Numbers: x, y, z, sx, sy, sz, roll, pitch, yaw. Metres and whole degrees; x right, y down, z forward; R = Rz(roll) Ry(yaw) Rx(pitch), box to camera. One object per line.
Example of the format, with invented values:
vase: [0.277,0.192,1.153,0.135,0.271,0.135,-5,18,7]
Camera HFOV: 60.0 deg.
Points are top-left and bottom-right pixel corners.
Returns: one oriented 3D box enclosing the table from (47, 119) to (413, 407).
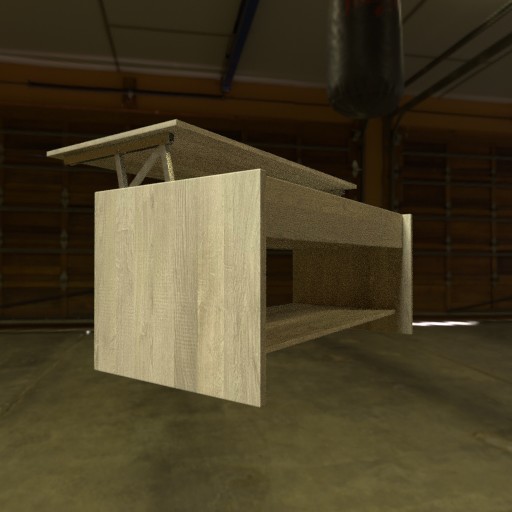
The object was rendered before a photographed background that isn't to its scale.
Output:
table: [0.000,0.000,1.428,0.712,0.570,1.000,0,-1,35]
